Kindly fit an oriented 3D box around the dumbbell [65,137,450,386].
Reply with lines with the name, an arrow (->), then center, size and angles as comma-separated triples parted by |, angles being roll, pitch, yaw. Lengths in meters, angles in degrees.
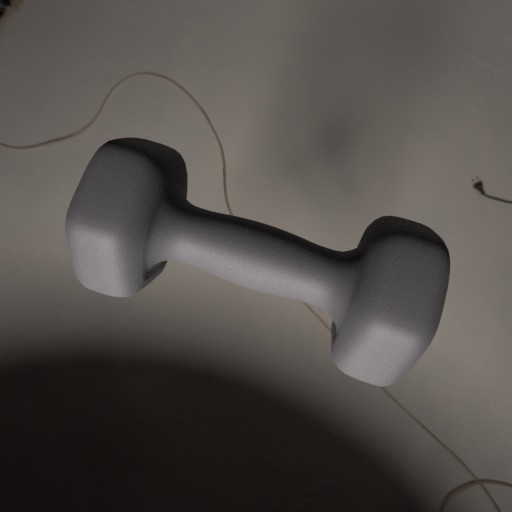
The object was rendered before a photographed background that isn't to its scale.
dumbbell -> 0.000, 0.000, 0.304 | 0.240, 0.105, 0.116 | 18, 77, 4
